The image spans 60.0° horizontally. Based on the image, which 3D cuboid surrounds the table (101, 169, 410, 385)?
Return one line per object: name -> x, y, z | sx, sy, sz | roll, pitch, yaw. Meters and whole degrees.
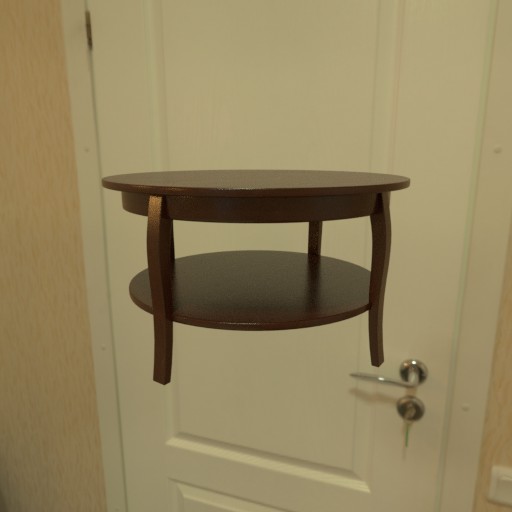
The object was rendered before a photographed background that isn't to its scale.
table -> 0.000, 0.000, 1.438 | 0.911, 0.512, 0.911 | 0, 13, 0
